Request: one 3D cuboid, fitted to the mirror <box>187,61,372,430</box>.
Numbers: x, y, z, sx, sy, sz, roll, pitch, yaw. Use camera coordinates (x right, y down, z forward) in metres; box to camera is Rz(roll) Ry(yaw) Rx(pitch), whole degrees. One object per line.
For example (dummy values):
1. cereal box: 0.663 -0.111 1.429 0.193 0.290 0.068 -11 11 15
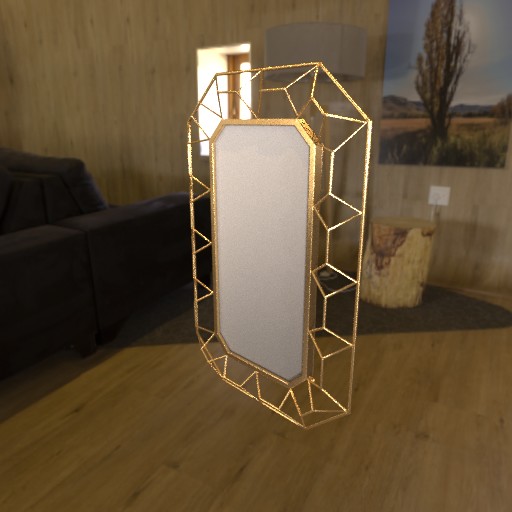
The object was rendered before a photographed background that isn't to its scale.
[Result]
1. mirror: 0.000 0.000 1.101 0.572 0.870 0.051 16 23 43
